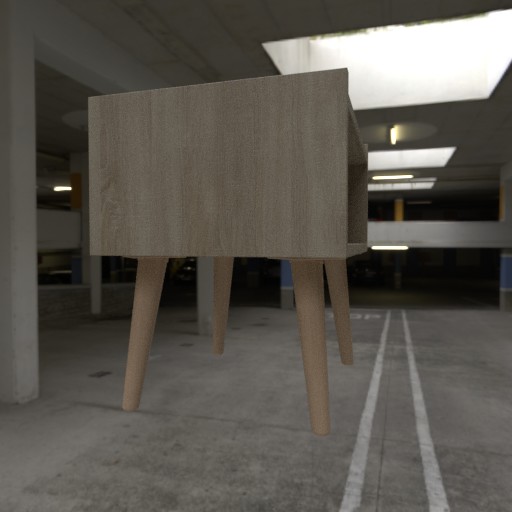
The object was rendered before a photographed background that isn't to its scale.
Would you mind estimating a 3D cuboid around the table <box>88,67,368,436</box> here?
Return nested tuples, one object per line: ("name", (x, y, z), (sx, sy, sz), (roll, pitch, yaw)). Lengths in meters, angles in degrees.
("table", (0.000, 0.000, 0.810), (0.370, 0.470, 0.450), (1, 2, 17))
